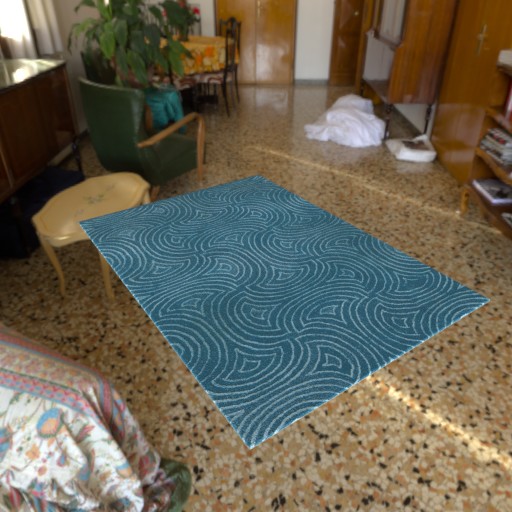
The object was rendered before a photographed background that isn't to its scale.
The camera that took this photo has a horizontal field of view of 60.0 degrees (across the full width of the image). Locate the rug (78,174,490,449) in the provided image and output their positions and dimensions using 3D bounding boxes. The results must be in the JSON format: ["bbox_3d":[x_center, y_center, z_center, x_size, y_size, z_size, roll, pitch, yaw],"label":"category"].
[{"bbox_3d":[0.000,0.000,2.730,1.543,0.015,2.144,-20,37,-29],"label":"rug"}]
